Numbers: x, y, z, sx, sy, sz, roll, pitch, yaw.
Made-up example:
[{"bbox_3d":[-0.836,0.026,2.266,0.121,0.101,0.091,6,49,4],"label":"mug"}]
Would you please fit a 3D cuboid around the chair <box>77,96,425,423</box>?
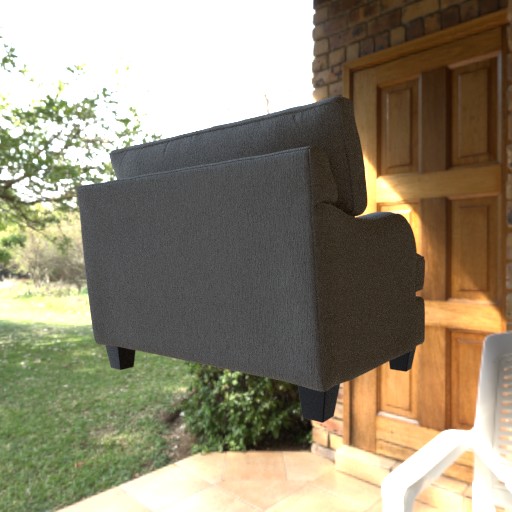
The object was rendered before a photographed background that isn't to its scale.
[{"bbox_3d":[0.000,0.000,1.975,1.220,1.016,1.041,0,0,38],"label":"chair"}]
